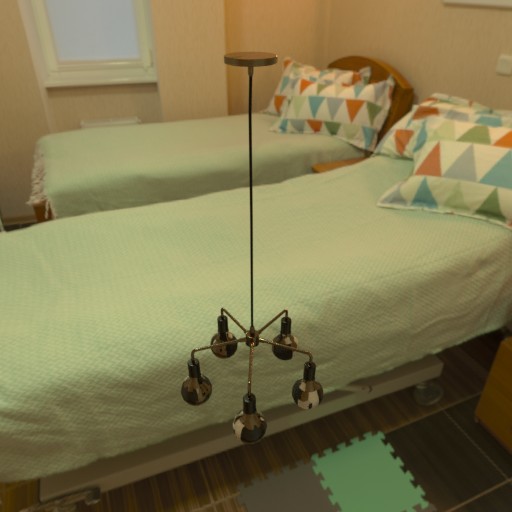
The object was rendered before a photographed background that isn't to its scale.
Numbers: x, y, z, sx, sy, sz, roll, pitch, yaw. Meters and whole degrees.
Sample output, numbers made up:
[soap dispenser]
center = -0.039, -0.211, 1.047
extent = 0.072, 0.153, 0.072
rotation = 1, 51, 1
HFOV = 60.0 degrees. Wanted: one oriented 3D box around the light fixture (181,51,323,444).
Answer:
[light fixture]
center = 0.000, 0.000, 1.183
extent = 0.438, 0.988, 0.421
rotation = 23, 38, 32
